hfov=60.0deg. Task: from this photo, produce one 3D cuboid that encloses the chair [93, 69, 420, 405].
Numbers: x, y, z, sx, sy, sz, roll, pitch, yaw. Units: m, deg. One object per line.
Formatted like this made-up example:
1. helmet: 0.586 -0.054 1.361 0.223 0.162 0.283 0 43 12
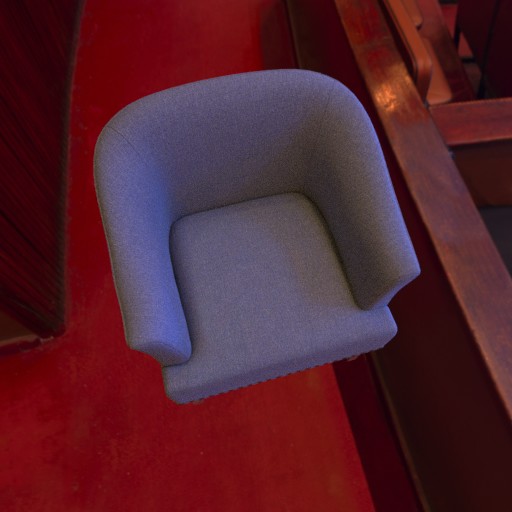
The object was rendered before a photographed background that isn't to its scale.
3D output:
1. chair: 0.000 0.000 1.401 0.798 0.815 0.704 -14 64 -7
